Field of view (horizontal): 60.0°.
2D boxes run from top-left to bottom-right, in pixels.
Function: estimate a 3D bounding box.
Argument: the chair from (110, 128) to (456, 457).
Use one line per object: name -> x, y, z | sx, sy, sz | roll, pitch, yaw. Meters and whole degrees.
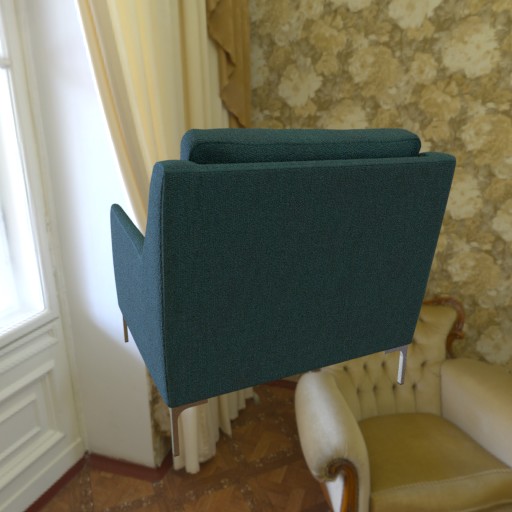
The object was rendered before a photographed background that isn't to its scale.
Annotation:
chair -> 0.000, 0.000, 1.494 | 0.847, 0.828, 0.849 | -8, 18, -25
